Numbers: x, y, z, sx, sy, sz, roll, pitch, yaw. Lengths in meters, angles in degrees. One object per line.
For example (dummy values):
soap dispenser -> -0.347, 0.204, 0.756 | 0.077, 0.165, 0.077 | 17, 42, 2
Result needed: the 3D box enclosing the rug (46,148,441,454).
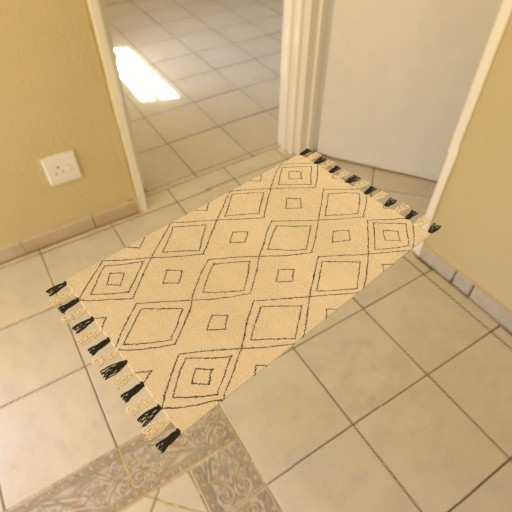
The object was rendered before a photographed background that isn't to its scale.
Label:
rug -> 0.000, 0.000, 3.404 | 2.755, 0.021, 1.524 | -33, 55, -27
